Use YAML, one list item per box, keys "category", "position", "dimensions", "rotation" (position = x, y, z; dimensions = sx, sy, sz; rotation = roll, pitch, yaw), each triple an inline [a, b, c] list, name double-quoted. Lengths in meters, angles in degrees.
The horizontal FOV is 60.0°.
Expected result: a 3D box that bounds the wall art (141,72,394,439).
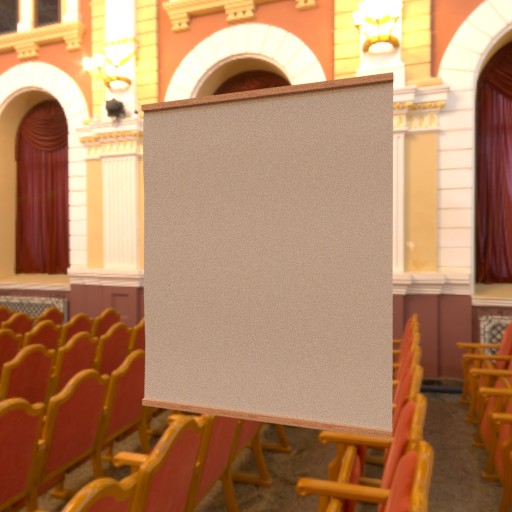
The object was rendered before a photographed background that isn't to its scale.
- category: "wall art"
  position: [0.000, 0.000, 0.687]
  dimensions: [0.406, 0.508, 0.013]
  rotation: [0, 1, 20]
